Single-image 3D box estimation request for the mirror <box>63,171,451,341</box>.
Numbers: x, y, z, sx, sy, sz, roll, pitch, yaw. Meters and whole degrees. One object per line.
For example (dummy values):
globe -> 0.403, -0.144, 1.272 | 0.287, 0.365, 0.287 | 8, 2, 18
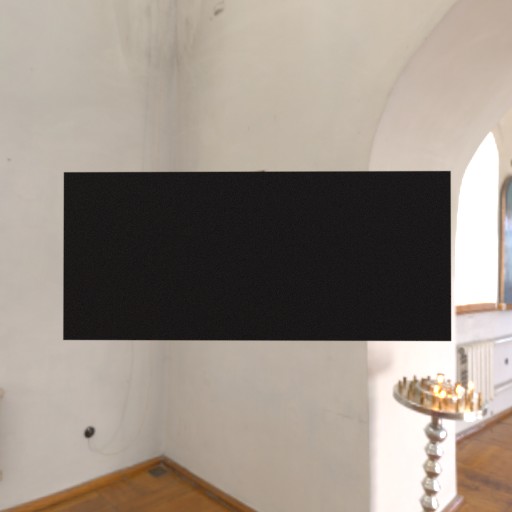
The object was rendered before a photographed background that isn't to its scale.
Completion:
mirror -> 0.000, 0.000, 1.832 | 1.584, 0.692, 0.047 | 0, 0, 1
